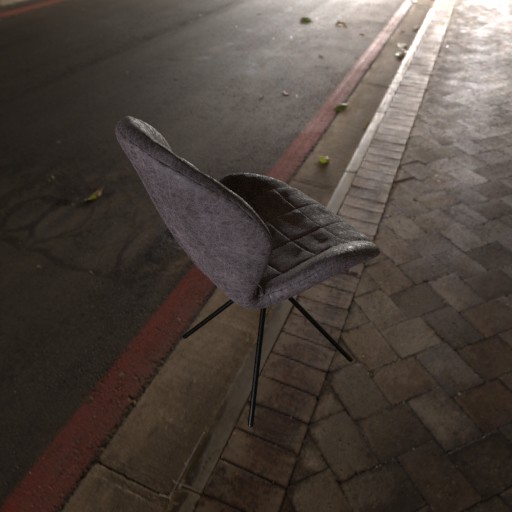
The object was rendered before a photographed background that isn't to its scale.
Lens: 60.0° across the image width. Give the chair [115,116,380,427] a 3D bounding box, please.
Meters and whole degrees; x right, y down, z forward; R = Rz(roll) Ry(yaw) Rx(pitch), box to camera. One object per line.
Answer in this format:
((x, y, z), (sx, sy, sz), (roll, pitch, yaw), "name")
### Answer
((0.000, 0.000, 1.308), (0.640, 0.934, 0.527), (-24, 46, -26), "chair")
